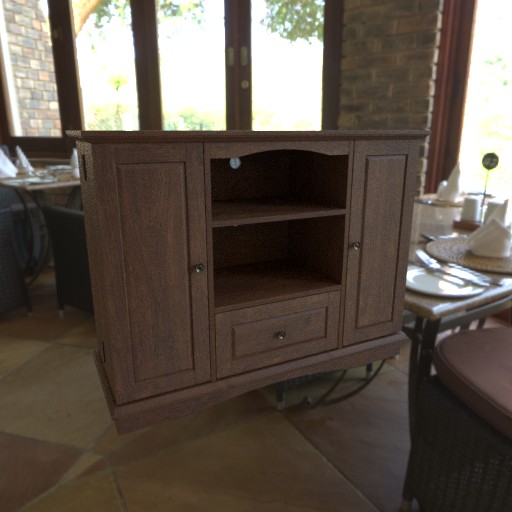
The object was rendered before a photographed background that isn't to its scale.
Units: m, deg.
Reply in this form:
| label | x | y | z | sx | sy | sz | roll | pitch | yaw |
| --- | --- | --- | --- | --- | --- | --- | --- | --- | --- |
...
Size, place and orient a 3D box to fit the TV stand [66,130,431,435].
| label | x | y | z | sx | sy | sz | roll | pitch | yaw |
| --- | --- | --- | --- | --- | --- | --- | --- | --- | --- |
| TV stand | 0.000 | 0.000 | 1.491 | 1.067 | 0.813 | 0.406 | -8 | 18 | -26 |
